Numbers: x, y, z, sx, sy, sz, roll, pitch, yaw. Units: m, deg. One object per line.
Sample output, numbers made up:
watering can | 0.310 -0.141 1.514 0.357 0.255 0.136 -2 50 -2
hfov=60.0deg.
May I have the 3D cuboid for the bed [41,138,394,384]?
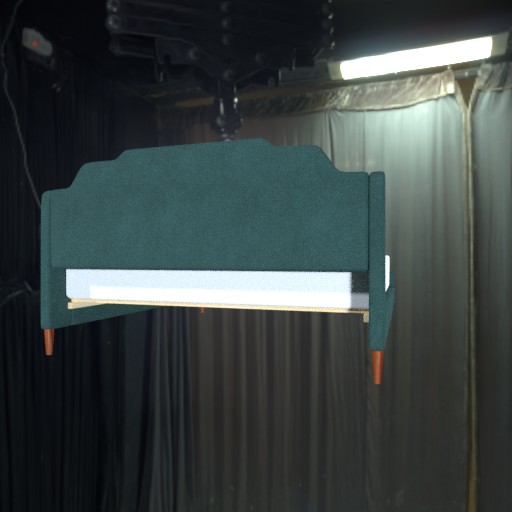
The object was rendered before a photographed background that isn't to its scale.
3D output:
bed | 0.000 0.000 3.553 2.074 1.245 2.340 0 0 18
